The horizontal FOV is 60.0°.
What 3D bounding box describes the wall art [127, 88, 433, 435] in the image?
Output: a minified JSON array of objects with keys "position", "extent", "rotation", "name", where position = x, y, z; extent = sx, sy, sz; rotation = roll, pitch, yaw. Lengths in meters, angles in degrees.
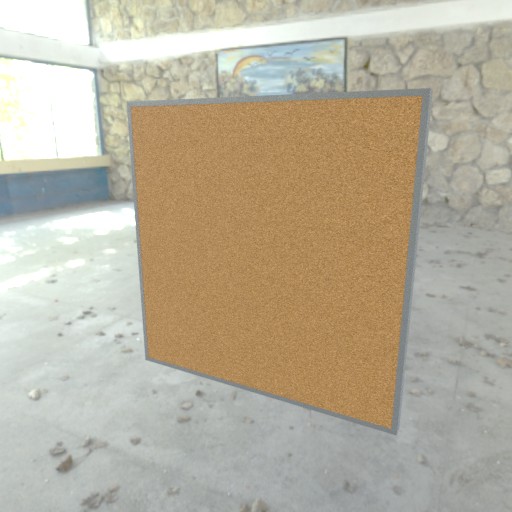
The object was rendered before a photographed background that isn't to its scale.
[{"position":[0.000,0.000,1.189],"extent":[0.809,0.807,0.038],"rotation":[8,17,27],"name":"wall art"}]
